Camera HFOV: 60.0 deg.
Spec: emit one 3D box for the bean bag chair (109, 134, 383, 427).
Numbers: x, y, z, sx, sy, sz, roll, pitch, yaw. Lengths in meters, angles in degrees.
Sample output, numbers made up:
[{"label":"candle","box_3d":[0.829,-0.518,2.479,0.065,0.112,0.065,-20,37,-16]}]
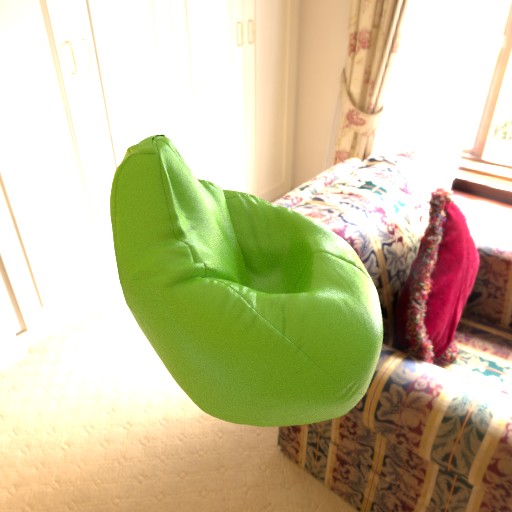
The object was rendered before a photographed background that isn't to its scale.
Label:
[{"label":"bean bag chair","box_3d":[0.000,0.000,1.832,1.070,0.990,1.070,1,32,1]}]
